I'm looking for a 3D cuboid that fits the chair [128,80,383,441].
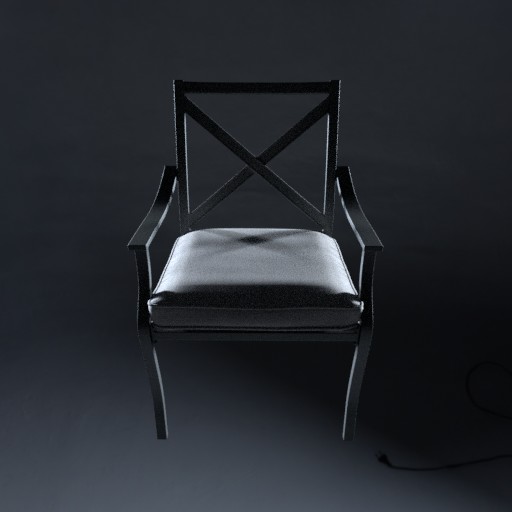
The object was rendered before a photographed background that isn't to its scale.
[{"bbox_3d":[0.000,0.000,1.297,0.575,0.889,0.620,0,30,0],"label":"chair"}]
